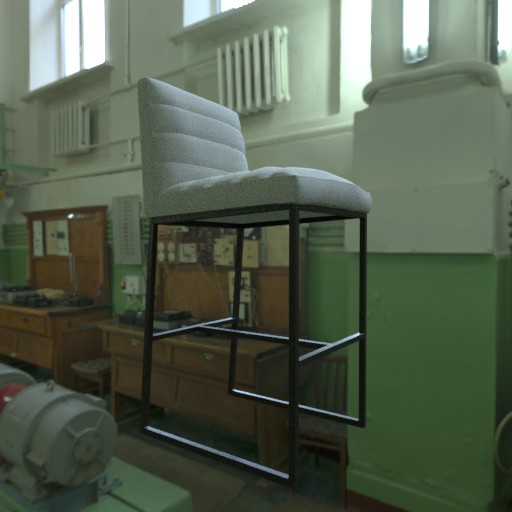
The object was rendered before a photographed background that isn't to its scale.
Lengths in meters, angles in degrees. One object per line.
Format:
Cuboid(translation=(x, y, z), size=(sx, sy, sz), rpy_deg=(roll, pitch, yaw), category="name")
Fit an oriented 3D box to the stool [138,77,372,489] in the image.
Cuboid(translation=(0.000, 0.000, 1.339), size=(0.573, 1.061, 0.464), rpy_deg=(1, 2, 35), category="stool")
